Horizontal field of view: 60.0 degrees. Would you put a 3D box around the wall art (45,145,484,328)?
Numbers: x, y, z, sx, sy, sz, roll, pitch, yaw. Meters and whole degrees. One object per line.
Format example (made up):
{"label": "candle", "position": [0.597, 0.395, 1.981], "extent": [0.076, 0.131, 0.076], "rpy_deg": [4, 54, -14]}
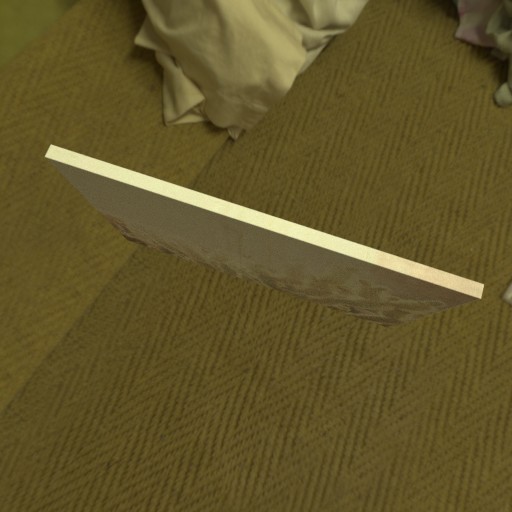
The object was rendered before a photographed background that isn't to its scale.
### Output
{"label": "wall art", "position": [0.000, 0.000, 1.469], "extent": [1.142, 0.758, 0.041], "rpy_deg": [18, 76, 5]}
